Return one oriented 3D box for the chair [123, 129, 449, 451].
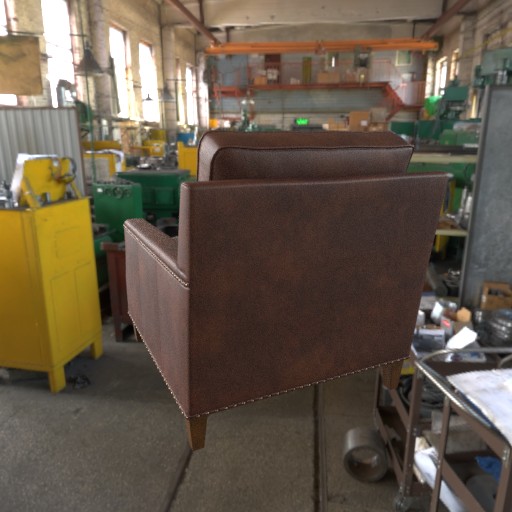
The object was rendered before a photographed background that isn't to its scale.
[{"bbox_3d":[0.000,0.000,1.713,0.853,0.929,1.014,-7,17,-25],"label":"chair"}]
